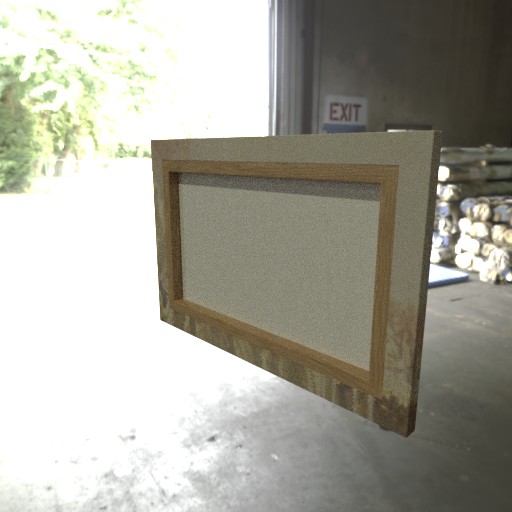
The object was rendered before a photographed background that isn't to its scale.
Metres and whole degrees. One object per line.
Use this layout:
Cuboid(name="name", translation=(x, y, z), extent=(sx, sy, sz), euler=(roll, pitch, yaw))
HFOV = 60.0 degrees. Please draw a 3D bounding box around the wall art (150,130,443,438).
Cuboid(name="wall art", translation=(0.000, 0.000, 1.168), extent=(0.040, 0.608, 0.916), euler=(-13, 18, -43))
